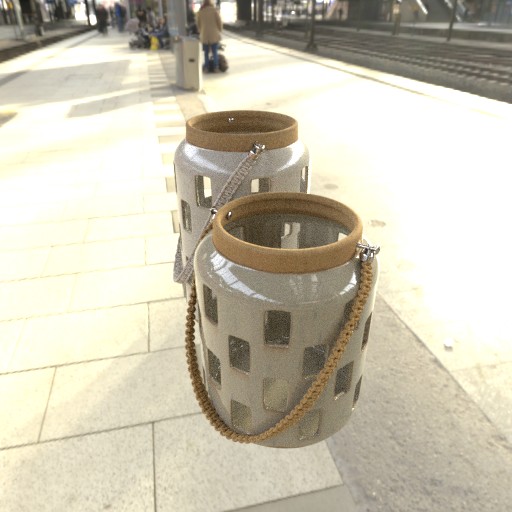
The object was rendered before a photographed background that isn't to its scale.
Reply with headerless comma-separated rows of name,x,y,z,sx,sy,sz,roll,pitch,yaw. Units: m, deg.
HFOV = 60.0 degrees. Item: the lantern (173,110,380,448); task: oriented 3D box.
lantern,0.000,0.000,0.492,0.184,0.255,0.347,-7,30,-13
